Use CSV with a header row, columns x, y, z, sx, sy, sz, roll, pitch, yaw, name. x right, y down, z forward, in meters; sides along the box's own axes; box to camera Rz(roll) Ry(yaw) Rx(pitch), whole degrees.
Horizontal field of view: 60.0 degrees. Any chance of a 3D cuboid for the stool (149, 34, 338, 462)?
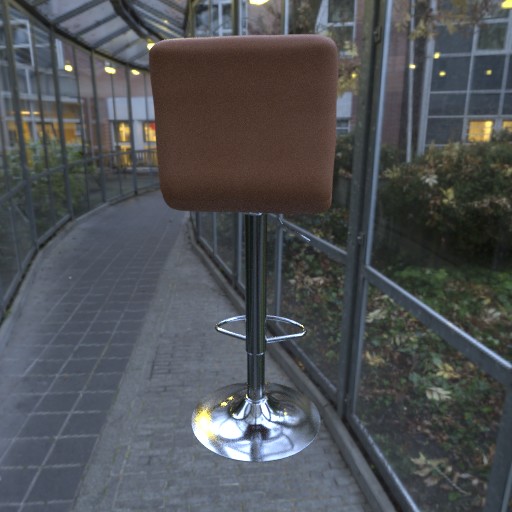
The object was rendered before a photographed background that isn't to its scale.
x,y,z,sx,sy,sz,roll,pitch,yaw,name
0.000,0.000,1.325,0.430,1.115,0.505,2,16,8,stool
